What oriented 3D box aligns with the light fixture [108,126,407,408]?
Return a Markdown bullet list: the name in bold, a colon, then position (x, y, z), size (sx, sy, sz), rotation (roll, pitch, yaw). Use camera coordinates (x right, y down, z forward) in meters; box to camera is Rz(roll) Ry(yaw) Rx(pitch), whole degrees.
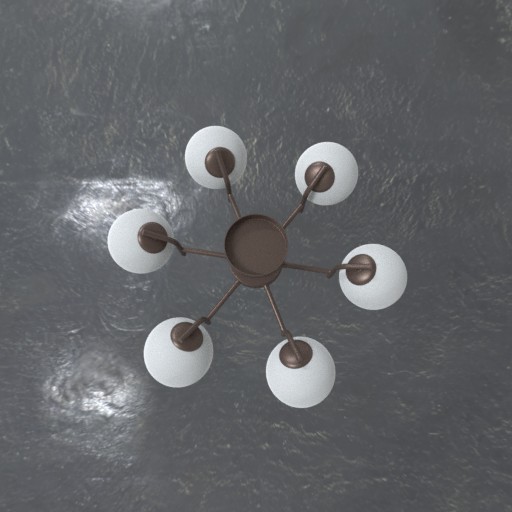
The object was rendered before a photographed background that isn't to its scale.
- **light fixture**: position (0.000, 0.000, 0.956), size (0.662, 0.201, 0.662), rotation (0, 77, 0)
